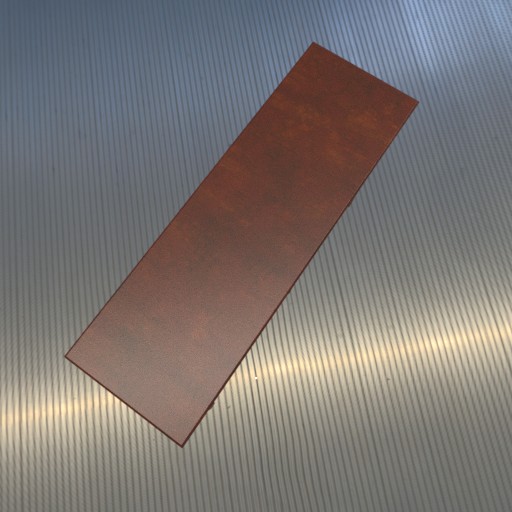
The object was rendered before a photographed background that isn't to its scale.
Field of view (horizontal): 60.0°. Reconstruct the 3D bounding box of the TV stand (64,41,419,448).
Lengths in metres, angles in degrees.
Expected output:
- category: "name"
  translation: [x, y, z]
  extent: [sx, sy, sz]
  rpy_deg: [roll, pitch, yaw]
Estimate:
- category: "TV stand"
  translation: [0.000, 0.000, 1.874]
  extent: [0.445, 0.915, 1.372]
  rpy_deg: [34, 77, 9]
